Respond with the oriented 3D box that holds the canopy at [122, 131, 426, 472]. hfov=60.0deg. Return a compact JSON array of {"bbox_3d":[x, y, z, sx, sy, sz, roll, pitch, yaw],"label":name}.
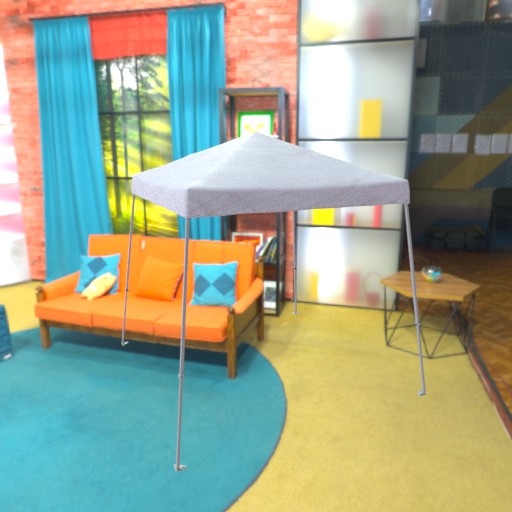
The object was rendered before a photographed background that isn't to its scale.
[{"bbox_3d":[0.000,0.000,5.266,2.850,2.850,2.849,-6,15,-25],"label":"canopy"}]
